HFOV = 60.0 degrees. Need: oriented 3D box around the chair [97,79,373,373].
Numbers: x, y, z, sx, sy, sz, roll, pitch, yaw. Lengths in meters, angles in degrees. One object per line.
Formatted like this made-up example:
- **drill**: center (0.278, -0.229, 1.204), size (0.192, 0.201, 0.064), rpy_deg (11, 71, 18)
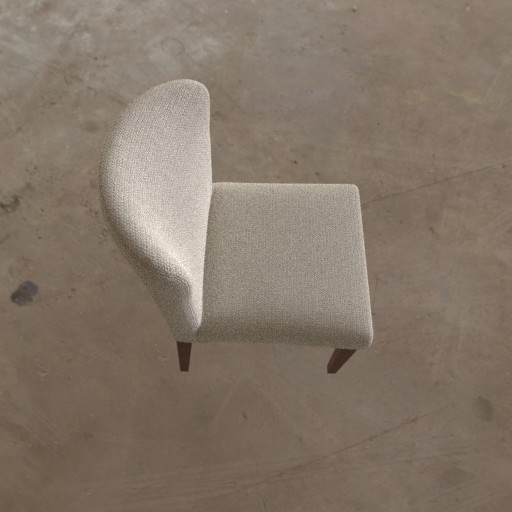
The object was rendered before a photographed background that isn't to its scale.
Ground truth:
- **chair**: center (0.000, 0.000, 1.192), size (0.589, 0.839, 0.491), rpy_deg (1, 63, 1)
